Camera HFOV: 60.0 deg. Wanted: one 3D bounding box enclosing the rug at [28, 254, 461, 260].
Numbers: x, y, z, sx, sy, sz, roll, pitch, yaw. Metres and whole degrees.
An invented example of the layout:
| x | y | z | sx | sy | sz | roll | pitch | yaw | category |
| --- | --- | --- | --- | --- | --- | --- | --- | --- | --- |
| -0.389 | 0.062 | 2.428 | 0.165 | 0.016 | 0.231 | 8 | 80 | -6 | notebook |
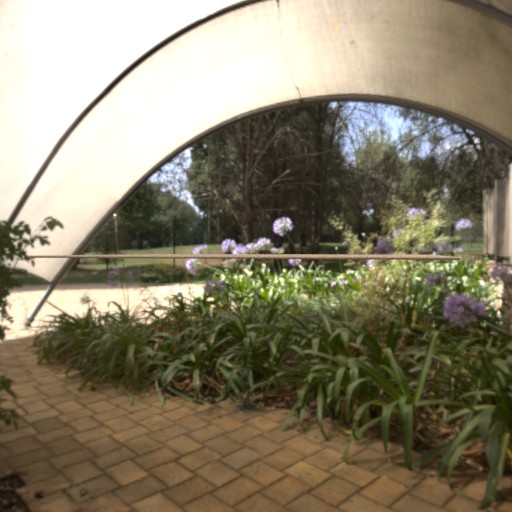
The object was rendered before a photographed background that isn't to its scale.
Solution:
| x | y | z | sx | sy | sz | roll | pitch | yaw | category |
| --- | --- | --- | --- | --- | --- | --- | --- | --- | --- |
| 0.000 | 0.000 | 2.346 | 1.829 | 0.010 | 1.219 | 0 | 1 | 17 | rug |
